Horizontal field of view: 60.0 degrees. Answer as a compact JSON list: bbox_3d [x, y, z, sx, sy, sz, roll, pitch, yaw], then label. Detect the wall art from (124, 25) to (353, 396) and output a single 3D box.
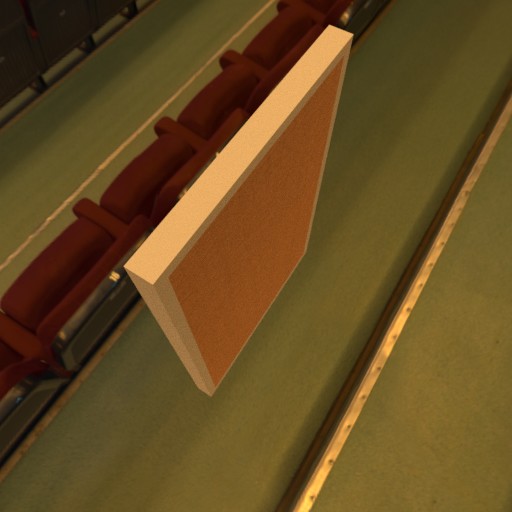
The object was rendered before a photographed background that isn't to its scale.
[{"bbox_3d":[0.000,0.000,0.540,0.025,0.428,0.293,29,67,14],"label":"wall art"}]
